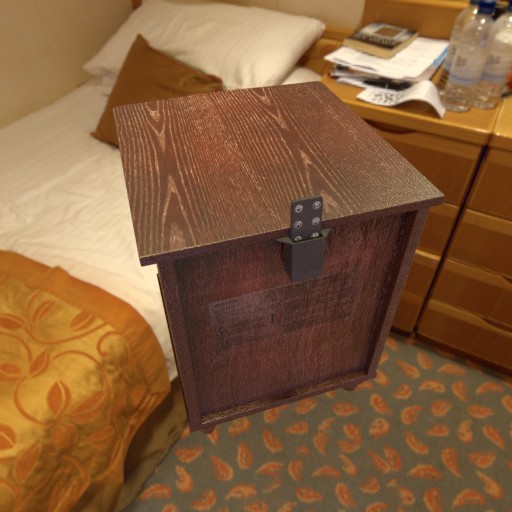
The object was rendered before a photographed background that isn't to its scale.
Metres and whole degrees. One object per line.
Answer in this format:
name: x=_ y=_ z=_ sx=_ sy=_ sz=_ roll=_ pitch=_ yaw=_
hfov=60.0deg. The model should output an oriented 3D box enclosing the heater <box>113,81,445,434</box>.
heater: x=0.000 y=0.000 z=0.753 sx=0.362 sy=0.481 sz=0.400 roll=-12 pitch=44 yaw=-13
